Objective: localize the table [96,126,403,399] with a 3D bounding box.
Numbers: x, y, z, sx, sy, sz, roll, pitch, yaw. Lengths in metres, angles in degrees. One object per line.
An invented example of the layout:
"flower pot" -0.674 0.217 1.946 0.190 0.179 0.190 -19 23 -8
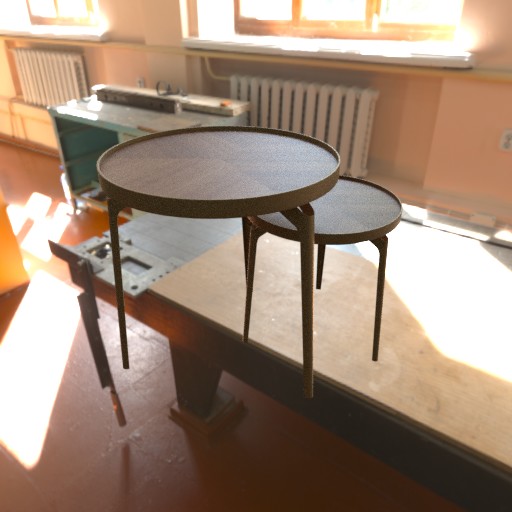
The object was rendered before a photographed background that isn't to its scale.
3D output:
"table" 0.000 0.000 1.153 0.751 0.555 0.532 -9 31 -16
